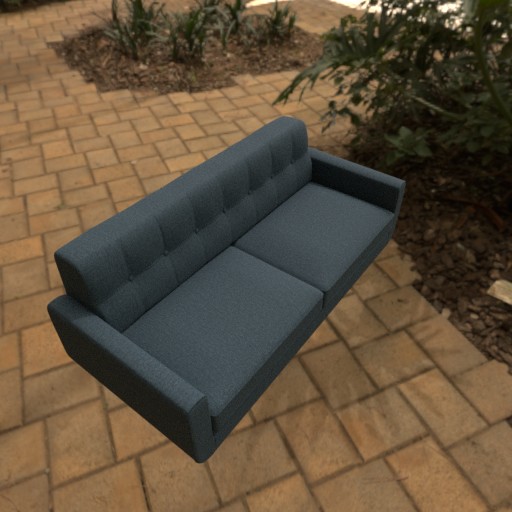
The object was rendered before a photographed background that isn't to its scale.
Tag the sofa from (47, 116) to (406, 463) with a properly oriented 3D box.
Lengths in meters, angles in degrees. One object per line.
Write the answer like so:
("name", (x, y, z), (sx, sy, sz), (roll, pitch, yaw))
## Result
("sofa", (0.000, 0.000, 2.572), (0.942, 0.884, 2.055), (27, 48, 27))
